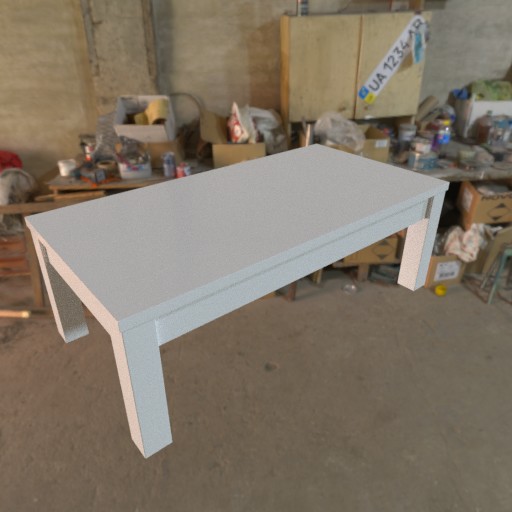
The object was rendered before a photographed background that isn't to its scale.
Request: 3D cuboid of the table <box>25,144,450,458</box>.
[{"bbox_3d":[0.000,0.000,1.677,1.350,0.470,0.700,-22,36,-34],"label":"table"}]
